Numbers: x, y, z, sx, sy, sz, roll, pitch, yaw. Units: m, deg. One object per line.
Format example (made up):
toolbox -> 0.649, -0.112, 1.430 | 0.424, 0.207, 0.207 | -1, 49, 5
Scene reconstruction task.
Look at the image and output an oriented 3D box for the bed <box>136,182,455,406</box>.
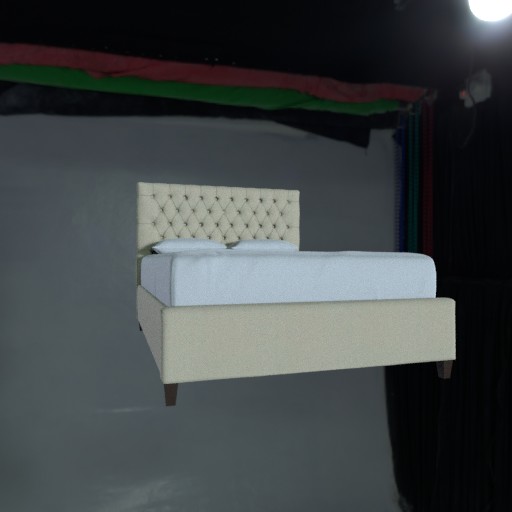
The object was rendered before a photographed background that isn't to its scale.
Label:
bed -> 0.000, 0.000, 3.434 | 1.698, 1.427, 2.387 | 0, 0, -18
